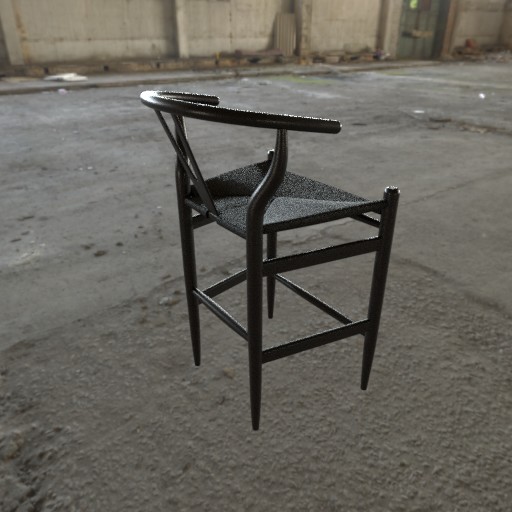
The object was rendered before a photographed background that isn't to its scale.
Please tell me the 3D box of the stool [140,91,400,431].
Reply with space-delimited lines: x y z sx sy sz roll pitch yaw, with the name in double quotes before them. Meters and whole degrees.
"stool" 0.000 0.000 1.361 0.579 0.970 0.569 -18 32 -32
